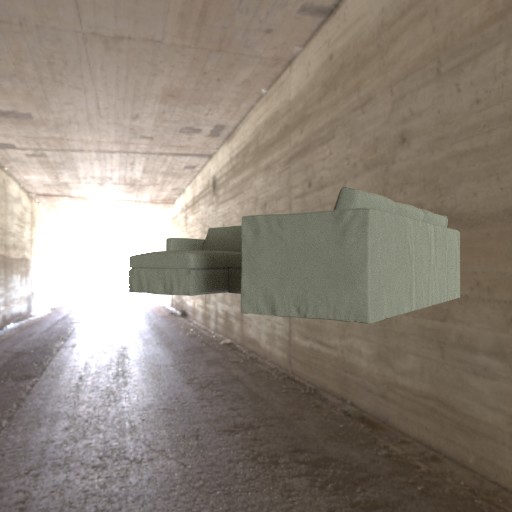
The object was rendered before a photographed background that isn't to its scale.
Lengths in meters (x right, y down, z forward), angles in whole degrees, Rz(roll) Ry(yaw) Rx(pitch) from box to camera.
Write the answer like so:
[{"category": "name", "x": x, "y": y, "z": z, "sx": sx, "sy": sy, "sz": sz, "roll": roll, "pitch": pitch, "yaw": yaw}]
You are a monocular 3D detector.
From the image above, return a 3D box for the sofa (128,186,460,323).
[{"category": "sofa", "x": 0.000, "y": 0.000, "z": 4.587, "sx": 3.434, "sy": 0.869, "sz": 2.440, "roll": -1, "pitch": -1, "yaw": 36}]
